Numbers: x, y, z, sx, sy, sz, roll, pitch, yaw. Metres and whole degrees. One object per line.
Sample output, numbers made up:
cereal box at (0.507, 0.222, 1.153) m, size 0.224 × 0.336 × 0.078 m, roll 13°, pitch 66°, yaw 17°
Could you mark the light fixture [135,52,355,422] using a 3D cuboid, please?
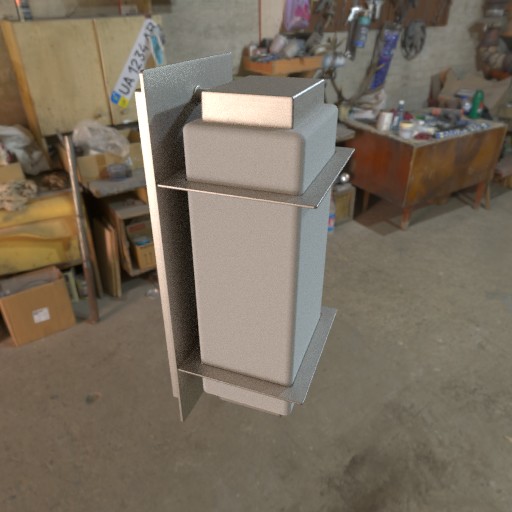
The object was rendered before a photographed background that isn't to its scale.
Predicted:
light fixture at (0.000, 0.000, 0.472) m, size 0.160 × 0.380 × 0.168 m, roll 10°, pitch 31°, yaw 18°
